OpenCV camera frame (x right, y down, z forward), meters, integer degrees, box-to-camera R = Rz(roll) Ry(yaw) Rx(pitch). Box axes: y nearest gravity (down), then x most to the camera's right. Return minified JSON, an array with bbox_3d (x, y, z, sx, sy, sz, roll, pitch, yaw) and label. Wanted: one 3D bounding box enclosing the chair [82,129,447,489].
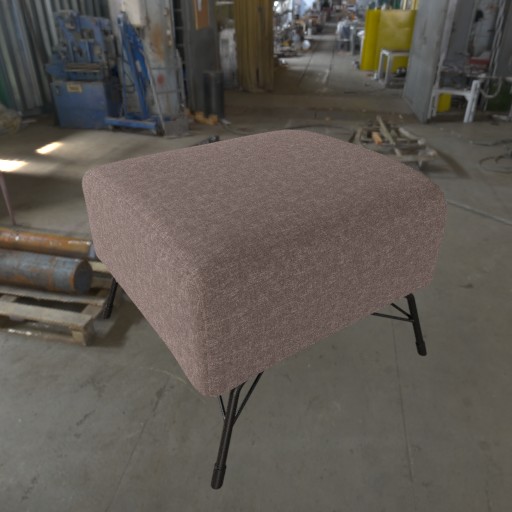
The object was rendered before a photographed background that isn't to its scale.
[{"bbox_3d":[0.000,0.000,0.898,0.530,0.410,0.530,-20,36,-30],"label":"chair"}]
